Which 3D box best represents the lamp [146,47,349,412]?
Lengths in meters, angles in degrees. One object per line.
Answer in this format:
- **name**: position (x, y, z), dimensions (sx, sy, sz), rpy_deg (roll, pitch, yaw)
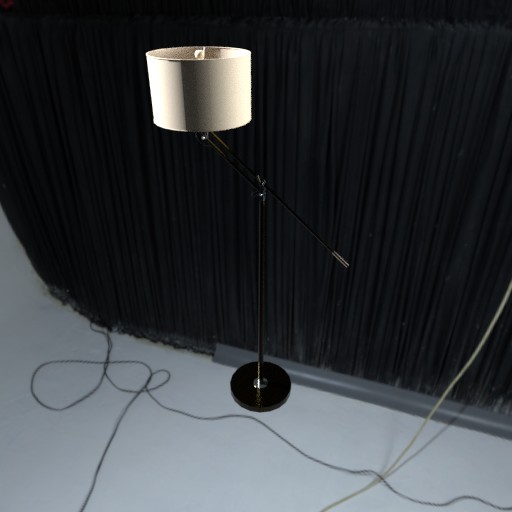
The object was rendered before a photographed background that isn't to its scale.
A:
- **lamp**: position (0.000, 0.000, 1.953), dimensions (0.809, 1.635, 0.373), rpy_deg (10, 33, 17)
